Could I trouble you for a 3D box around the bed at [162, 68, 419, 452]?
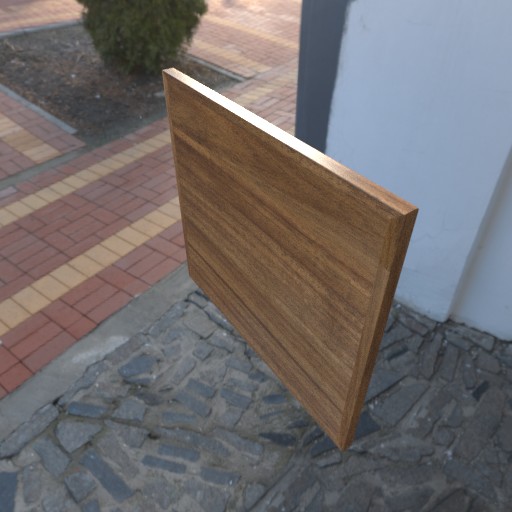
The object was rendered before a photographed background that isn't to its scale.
[{"bbox_3d":[0.000,0.000,1.478,0.043,0.940,1.041,-24,46,-26],"label":"bed"}]
